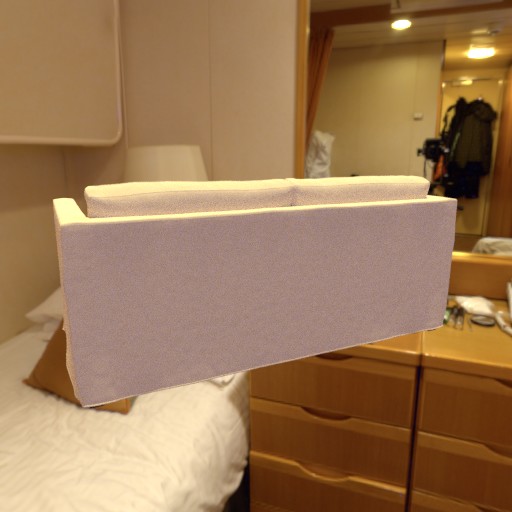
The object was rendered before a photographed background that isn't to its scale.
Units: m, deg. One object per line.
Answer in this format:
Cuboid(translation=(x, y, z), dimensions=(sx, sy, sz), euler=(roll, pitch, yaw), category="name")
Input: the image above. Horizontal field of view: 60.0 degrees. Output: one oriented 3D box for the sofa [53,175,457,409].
Cuboid(translation=(0.000, 0.000, 2.414), dimensions=(1.987, 0.870, 0.940), euler=(-6, 15, -25), category="sofa")
